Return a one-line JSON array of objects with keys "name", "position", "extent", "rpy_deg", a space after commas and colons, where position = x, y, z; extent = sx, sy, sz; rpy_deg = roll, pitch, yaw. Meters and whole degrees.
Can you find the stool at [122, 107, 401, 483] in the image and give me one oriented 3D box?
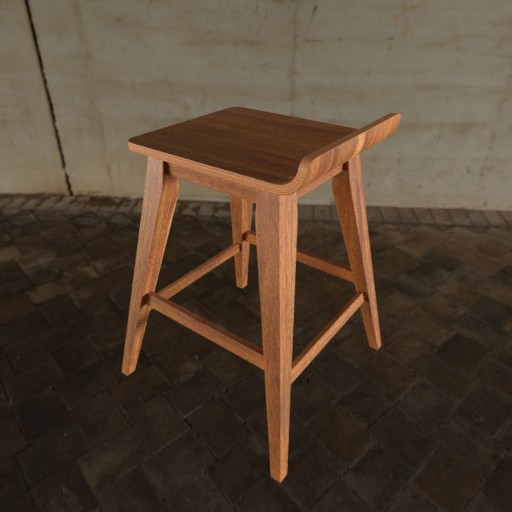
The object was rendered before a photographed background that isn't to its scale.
[{"name": "stool", "position": [0.000, 0.000, 1.024], "extent": [0.500, 0.650, 0.500], "rpy_deg": [22, 38, 31]}]
